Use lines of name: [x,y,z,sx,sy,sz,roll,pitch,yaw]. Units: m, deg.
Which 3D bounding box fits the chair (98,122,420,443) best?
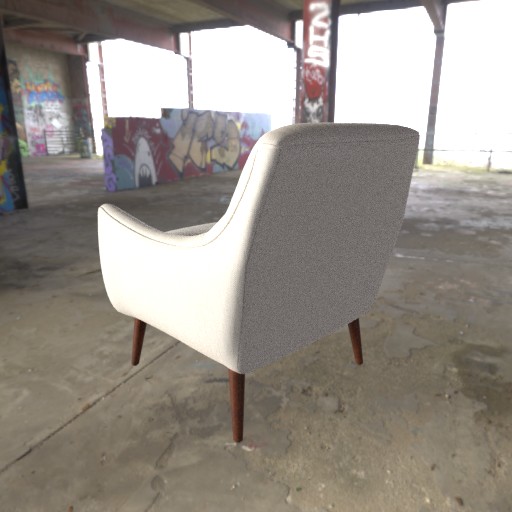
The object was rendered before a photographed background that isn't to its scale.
chair: [0.000,0.000,1.457,0.762,0.838,0.787,-15,22,-42]
